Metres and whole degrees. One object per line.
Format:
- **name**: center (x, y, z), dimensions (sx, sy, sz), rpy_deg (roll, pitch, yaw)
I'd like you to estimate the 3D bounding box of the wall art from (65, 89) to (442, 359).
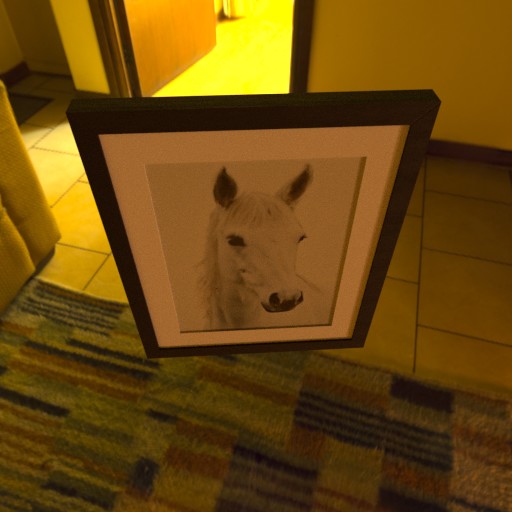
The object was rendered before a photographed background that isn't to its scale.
- **wall art**: center (0.000, 0.000, 0.745), dimensions (0.455, 0.552, 0.034), rpy_deg (-2, 46, -2)
